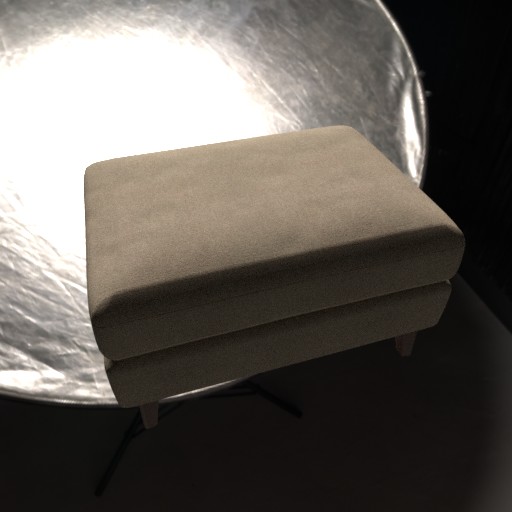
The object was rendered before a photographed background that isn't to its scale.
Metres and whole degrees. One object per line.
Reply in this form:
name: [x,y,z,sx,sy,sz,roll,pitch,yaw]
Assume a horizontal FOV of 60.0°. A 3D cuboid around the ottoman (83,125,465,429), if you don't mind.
ottoman: [0.000,0.000,1.217,0.823,0.478,0.610,-12,43,-13]
